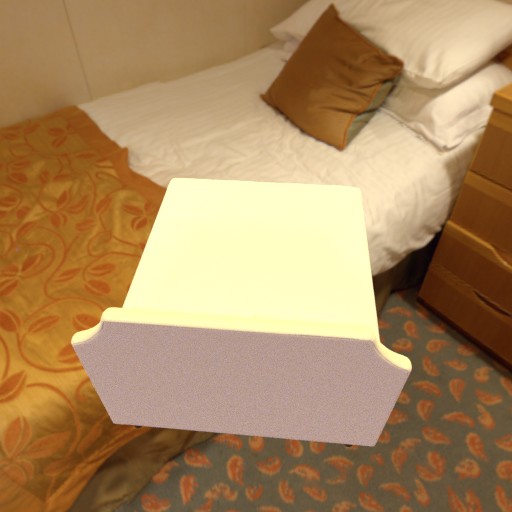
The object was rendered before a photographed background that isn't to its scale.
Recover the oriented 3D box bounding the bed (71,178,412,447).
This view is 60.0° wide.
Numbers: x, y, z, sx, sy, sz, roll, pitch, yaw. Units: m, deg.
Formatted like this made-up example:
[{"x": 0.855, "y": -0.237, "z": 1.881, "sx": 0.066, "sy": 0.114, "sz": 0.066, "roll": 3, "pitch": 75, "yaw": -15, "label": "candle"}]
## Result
[{"x": 0.000, "y": 0.000, "z": 4.133, "sx": 2.350, "sy": 1.590, "sz": 2.773, "roll": 4, "pitch": 46, "yaw": 4, "label": "bed"}]
